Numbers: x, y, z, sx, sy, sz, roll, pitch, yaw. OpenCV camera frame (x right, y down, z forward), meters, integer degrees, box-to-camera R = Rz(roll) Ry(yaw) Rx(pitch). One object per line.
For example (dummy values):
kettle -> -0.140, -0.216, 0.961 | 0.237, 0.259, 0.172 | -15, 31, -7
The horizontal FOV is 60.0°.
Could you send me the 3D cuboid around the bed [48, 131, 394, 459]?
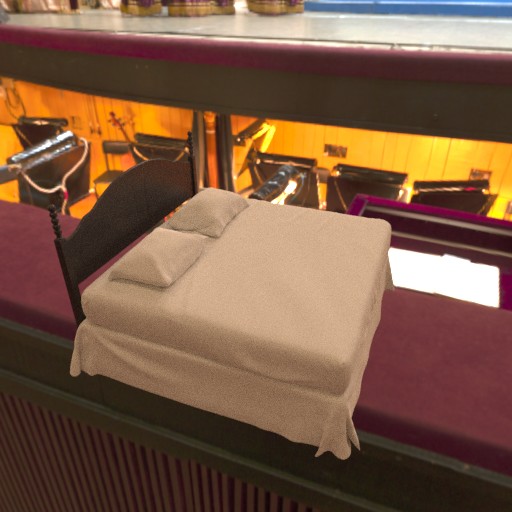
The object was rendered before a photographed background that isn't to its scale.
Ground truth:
bed -> 0.000, 0.000, 3.647 | 2.219, 1.355, 2.322 | 12, 33, 18
